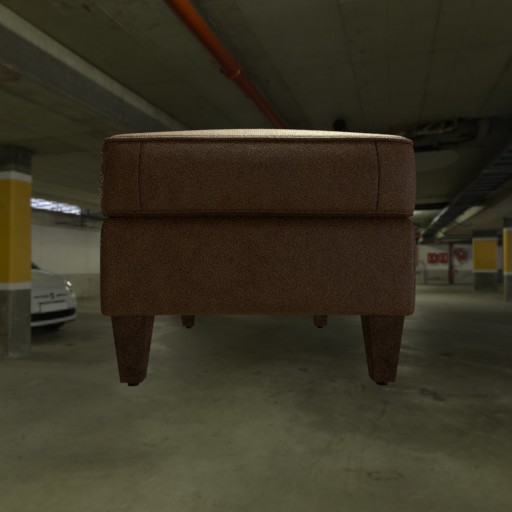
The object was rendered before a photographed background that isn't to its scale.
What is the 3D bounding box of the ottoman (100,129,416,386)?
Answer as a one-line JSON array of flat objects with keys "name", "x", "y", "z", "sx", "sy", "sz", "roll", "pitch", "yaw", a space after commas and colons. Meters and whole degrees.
[{"name": "ottoman", "x": 0.000, "y": 0.000, "z": 1.172, "sx": 0.584, "sy": 0.483, "sz": 0.864, "roll": 0, "pitch": -1, "yaw": -1}]
